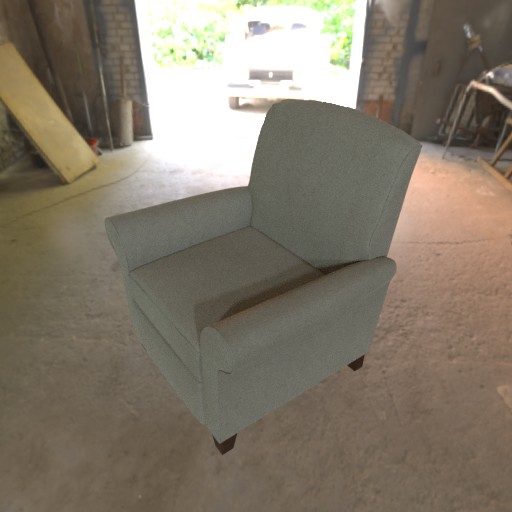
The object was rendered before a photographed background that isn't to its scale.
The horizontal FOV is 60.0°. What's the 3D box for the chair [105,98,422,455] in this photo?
[{"bbox_3d":[0.000,0.000,1.781,0.905,1.061,0.978,-21,38,-30],"label":"chair"}]
